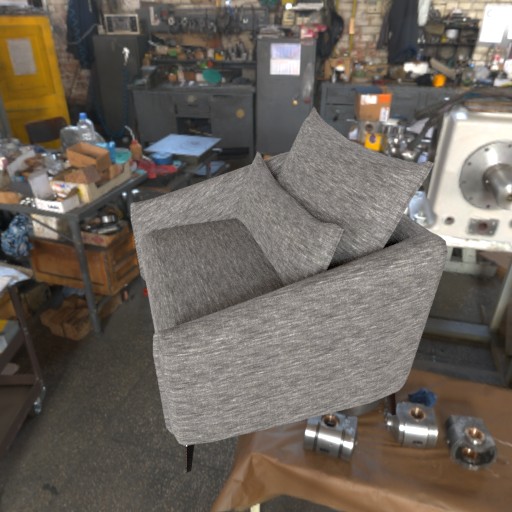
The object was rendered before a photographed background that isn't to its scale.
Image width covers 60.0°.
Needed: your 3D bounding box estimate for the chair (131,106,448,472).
[{"bbox_3d":[0.000,0.000,1.571,0.805,0.842,1.004,-9,31,-15],"label":"chair"}]
